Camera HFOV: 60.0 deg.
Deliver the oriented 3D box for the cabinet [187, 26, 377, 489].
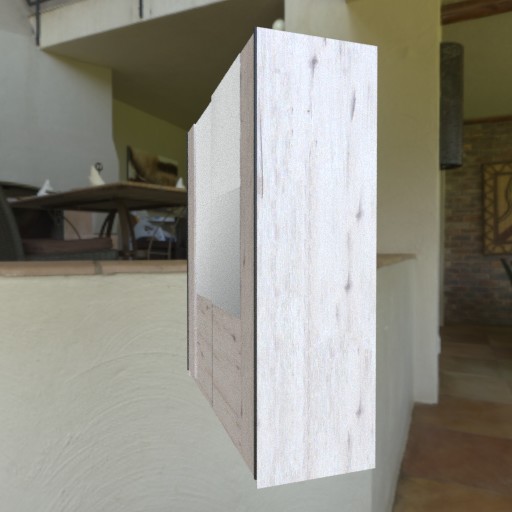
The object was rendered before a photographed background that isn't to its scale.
[{"bbox_3d":[0.000,0.000,3.140,0.660,2.180,2.000,0,1,-18],"label":"cabinet"}]
